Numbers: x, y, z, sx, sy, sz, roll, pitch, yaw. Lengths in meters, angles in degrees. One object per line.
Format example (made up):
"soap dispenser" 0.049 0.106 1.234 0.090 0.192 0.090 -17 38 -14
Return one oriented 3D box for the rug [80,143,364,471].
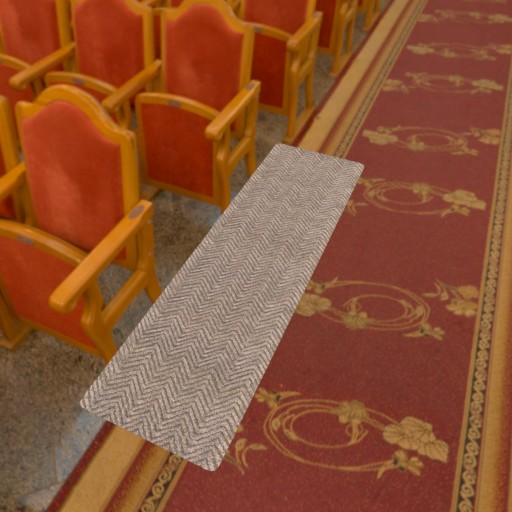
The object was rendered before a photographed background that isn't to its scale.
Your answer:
"rug" 0.000 0.000 2.561 0.686 0.008 2.286 18 49 16
